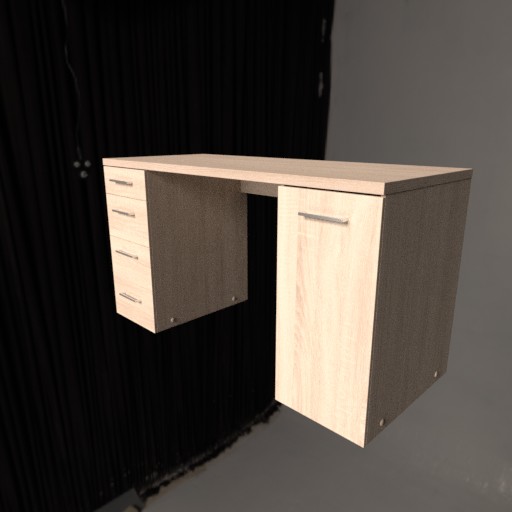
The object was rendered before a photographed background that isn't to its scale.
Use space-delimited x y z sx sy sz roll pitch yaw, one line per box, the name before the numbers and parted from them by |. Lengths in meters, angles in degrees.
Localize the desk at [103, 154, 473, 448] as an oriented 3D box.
desk | 0.000 0.000 1.798 1.390 0.740 0.600 15 22 42
